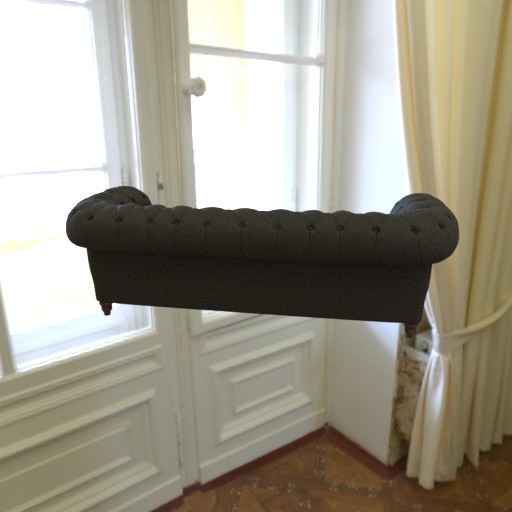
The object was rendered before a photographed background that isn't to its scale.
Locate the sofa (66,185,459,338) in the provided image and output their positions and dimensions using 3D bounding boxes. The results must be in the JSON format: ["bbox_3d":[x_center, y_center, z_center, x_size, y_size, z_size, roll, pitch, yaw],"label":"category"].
[{"bbox_3d":[0.000,0.000,2.813,2.362,0.762,0.991,3,17,9],"label":"sofa"}]
